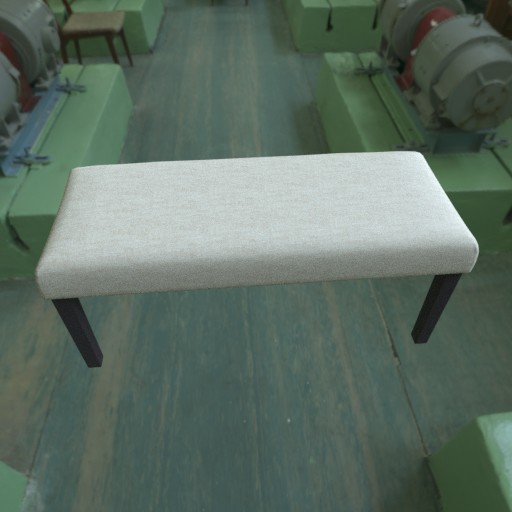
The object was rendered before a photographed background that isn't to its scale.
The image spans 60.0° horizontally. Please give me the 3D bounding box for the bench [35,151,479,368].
[{"bbox_3d":[0.000,0.000,1.257,1.013,0.456,0.407,-3,46,-3],"label":"bench"}]
